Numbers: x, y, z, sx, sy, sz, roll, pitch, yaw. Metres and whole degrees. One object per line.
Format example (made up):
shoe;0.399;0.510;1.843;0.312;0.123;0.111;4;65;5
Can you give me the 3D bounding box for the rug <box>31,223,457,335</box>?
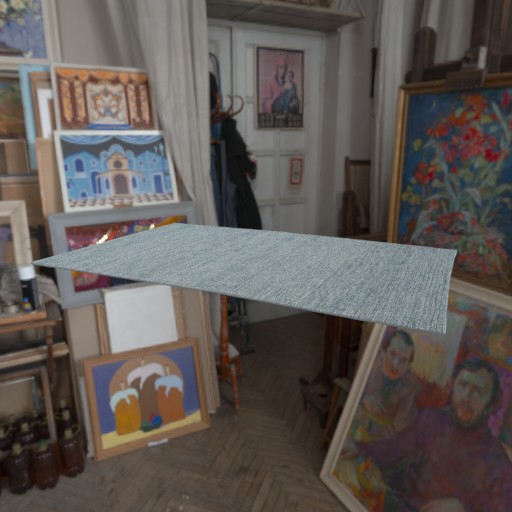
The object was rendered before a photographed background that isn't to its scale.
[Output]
rug;0.000;0.000;2.254;1.853;0.022;1.174;7;16;25
